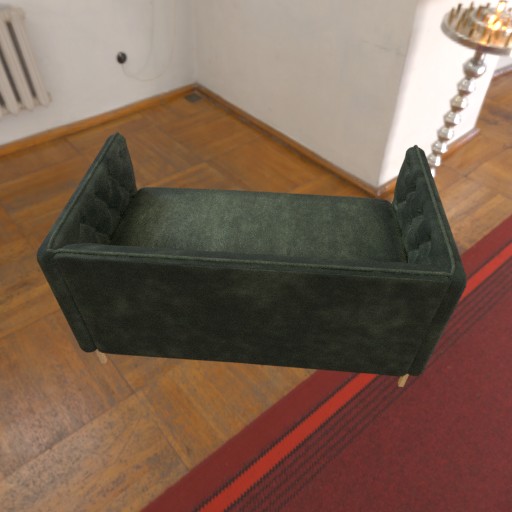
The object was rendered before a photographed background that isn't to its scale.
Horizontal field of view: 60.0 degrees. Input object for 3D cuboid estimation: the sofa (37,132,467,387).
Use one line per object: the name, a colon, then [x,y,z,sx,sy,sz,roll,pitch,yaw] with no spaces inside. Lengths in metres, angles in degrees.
sofa: [0.000,0.000,2.089,1.537,0.768,0.895,3,45,4]
